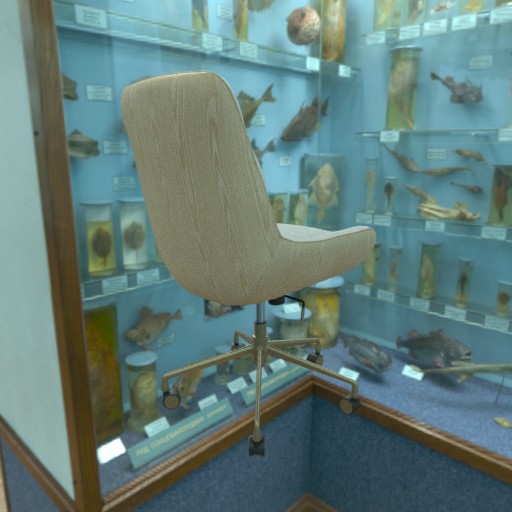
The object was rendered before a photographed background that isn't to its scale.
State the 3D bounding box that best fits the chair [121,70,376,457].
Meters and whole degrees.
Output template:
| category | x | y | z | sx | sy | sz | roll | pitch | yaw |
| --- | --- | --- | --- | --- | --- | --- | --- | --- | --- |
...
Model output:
| category | x | y | z | sx | sy | sz | roll | pitch | yaw |
| --- | --- | --- | --- | --- | --- | --- | --- | --- | --- |
| chair | 0.000 | 0.000 | 1.329 | 0.668 | 0.952 | 0.564 | -13 | 19 | -43 |
